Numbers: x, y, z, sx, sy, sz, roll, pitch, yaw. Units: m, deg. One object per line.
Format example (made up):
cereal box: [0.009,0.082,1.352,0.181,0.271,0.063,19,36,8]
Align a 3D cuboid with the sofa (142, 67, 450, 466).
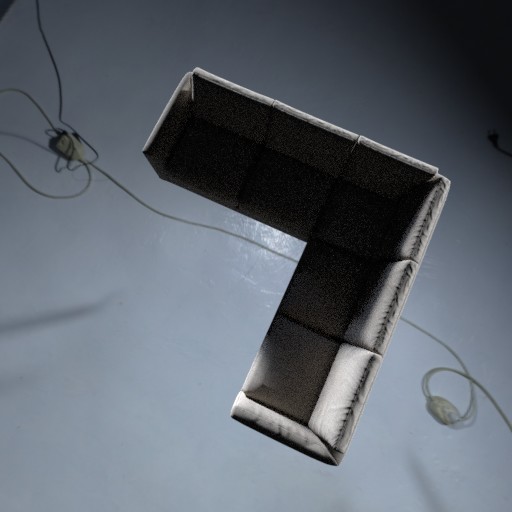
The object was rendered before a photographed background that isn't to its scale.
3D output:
sofa: [0.000,0.000,3.681,2.438,0.864,2.438,24,79,5]
